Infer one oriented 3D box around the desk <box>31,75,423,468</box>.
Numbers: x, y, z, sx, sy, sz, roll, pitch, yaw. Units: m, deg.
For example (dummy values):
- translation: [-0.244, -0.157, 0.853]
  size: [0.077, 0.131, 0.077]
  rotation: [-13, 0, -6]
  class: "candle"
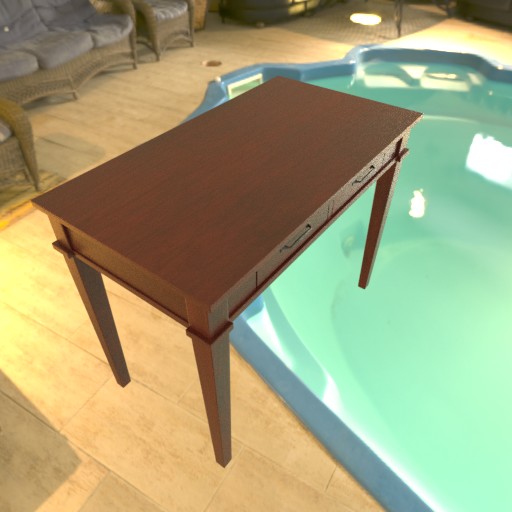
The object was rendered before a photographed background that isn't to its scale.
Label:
- translation: [0.000, 0.000, 1.448]
  size: [0.549, 0.762, 1.001]
  rotation: [26, 48, 27]
  class: "desk"
